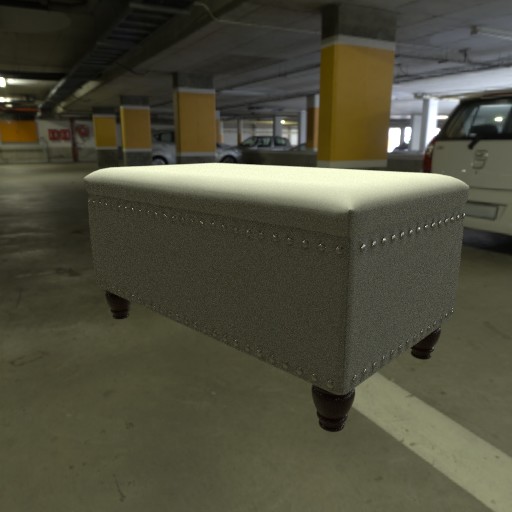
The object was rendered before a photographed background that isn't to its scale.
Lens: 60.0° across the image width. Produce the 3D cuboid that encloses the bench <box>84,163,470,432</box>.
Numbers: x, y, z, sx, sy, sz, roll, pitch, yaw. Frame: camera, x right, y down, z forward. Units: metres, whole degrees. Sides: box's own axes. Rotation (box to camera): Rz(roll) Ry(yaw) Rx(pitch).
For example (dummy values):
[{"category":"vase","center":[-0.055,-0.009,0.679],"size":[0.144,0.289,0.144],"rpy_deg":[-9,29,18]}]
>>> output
[{"category":"bench","center":[0.000,0.000,1.181],"size":[0.887,0.449,0.500],"rpy_deg":[14,20,42]}]
